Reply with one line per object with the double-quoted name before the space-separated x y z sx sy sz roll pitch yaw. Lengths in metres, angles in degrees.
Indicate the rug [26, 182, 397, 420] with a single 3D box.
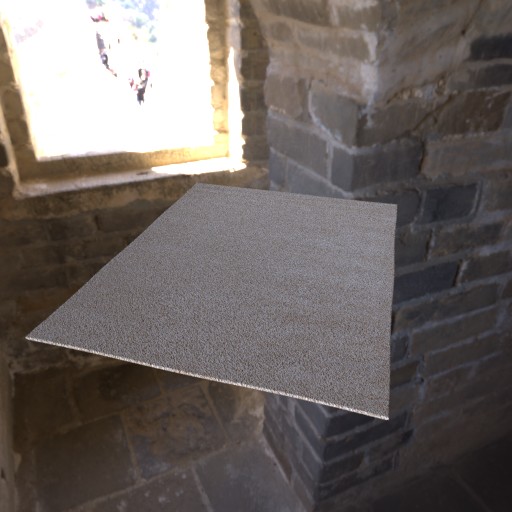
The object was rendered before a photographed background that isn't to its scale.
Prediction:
"rug" 0.000 0.000 3.977 2.400 0.026 3.000 8 32 14
